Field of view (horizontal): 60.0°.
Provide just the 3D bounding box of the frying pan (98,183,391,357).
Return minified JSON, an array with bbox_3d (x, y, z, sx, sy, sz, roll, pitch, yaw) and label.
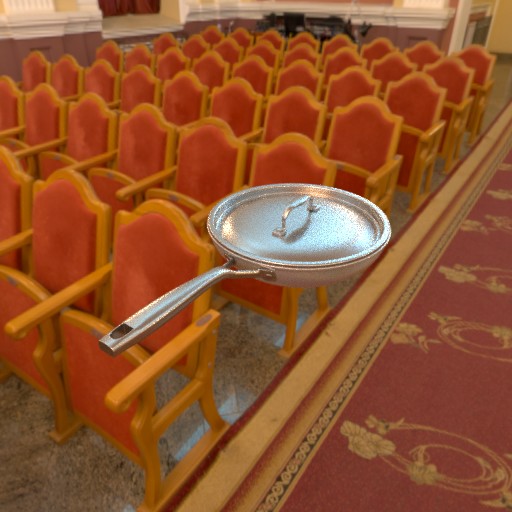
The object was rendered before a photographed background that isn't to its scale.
[{"bbox_3d":[0.000,0.000,0.597,0.272,0.086,0.490,20,37,30],"label":"frying pan"}]
